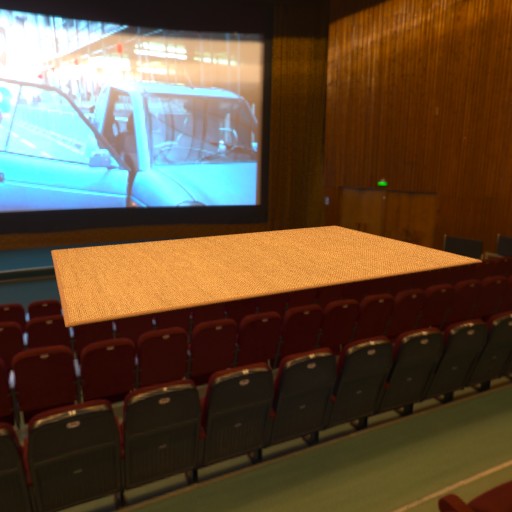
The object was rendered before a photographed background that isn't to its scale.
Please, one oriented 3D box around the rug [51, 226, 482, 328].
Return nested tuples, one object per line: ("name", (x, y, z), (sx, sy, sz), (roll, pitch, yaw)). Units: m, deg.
("rug", (0.000, 0.000, 2.018), (1.668, 0.012, 1.061), (-6, 15, -25))
